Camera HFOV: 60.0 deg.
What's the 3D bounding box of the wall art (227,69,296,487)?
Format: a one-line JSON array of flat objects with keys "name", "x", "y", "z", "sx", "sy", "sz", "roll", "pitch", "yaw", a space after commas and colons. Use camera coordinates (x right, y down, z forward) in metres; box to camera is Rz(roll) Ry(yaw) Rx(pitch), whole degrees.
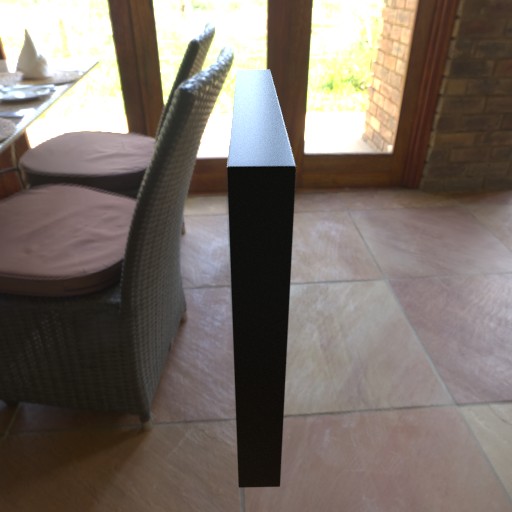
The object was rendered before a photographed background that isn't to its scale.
[{"name": "wall art", "x": 0.000, "y": 0.000, "z": 0.442, "sx": 0.037, "sy": 0.299, "sz": 0.299, "roll": -1, "pitch": 32, "yaw": -1}]
